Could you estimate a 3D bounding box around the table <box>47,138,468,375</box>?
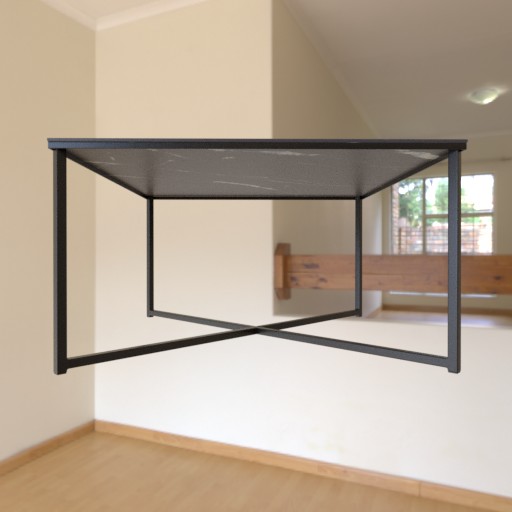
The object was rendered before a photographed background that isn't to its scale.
[{"bbox_3d":[0.000,0.000,1.242,0.800,0.450,0.800,0,0,-1],"label":"table"}]
